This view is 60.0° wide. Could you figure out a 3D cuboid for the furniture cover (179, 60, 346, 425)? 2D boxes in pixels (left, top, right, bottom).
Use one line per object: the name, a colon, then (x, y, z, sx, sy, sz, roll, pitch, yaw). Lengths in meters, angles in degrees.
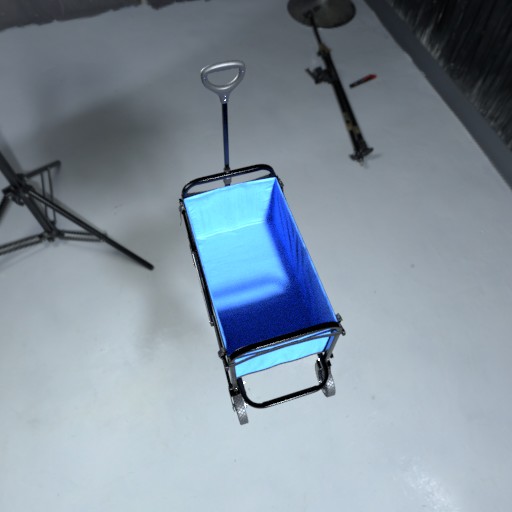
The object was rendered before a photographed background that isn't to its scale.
furniture cover: (0.000, 0.000, 1.829, 0.532, 1.295, 1.038, -15, 60, -9)
